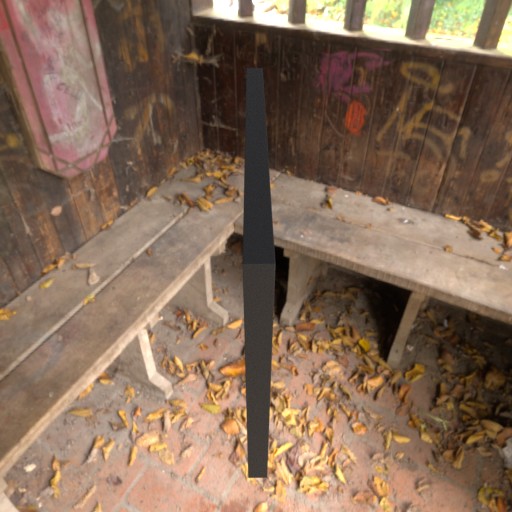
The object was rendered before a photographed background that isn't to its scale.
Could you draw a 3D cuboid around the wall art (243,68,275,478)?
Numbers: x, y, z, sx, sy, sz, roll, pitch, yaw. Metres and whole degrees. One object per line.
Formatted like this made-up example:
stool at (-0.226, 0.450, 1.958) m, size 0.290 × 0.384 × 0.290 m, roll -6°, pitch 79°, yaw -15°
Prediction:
wall art at (0.000, 0.000, 0.768) m, size 0.030 × 0.454 × 0.554 m, roll 0°, pitch 40°, yaw 0°
